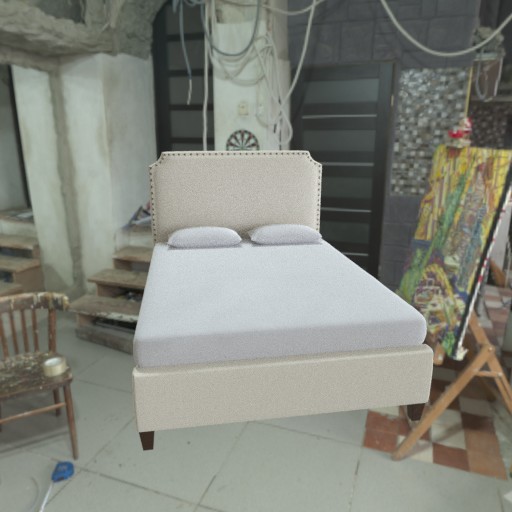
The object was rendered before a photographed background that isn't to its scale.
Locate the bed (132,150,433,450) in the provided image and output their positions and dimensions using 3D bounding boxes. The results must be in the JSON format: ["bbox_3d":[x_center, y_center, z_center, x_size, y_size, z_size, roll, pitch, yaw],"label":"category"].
[{"bbox_3d":[0.000,0.000,3.433,1.712,1.497,2.372,-3,16,-9],"label":"bed"}]
